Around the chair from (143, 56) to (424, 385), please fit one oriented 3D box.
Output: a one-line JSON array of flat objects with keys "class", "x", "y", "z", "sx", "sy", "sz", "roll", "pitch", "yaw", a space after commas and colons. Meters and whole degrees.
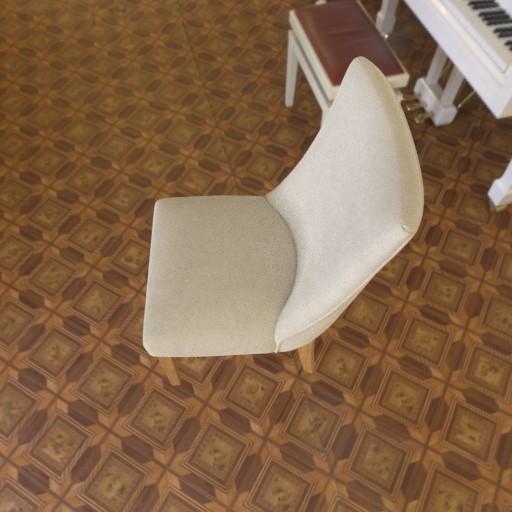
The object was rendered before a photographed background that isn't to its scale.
[{"class": "chair", "x": 0.000, "y": 0.000, "z": 1.225, "sx": 0.610, "sy": 0.902, "sz": 0.495, "roll": -2, "pitch": 59, "yaw": -1}]
